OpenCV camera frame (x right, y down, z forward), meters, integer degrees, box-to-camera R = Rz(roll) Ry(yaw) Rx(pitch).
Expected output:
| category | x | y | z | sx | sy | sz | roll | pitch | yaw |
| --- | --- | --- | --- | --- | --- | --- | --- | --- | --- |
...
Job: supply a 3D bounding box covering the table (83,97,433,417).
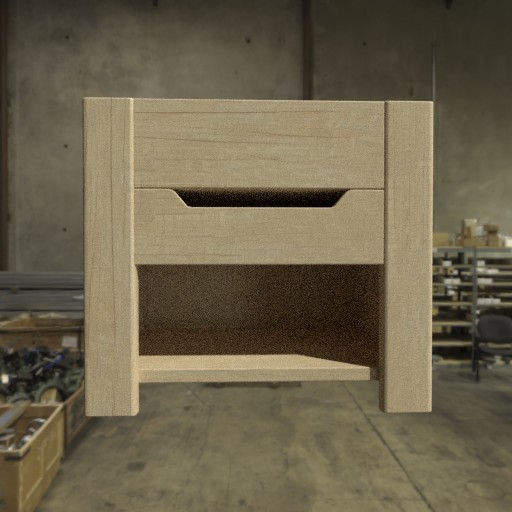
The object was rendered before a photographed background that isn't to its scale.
| category | x | y | z | sx | sy | sz | roll | pitch | yaw |
| --- | --- | --- | --- | --- | --- | --- | --- | --- | --- |
| table | 0.000 | 0.000 | 0.925 | 0.570 | 0.510 | 0.420 | 0 | 1 | -2 |
